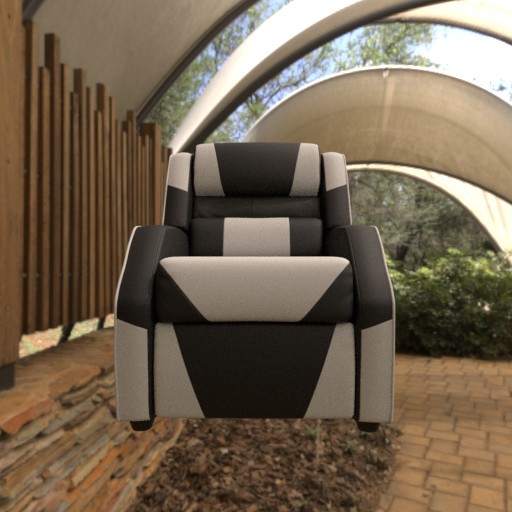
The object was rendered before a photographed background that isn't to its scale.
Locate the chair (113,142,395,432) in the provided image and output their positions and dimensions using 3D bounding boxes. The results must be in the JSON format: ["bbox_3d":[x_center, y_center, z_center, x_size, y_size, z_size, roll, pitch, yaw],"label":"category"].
[{"bbox_3d":[0.000,0.000,1.281,0.620,0.805,0.672,0,0,1],"label":"chair"}]
